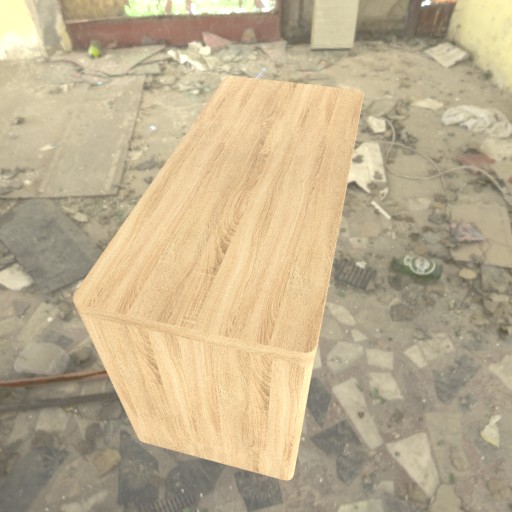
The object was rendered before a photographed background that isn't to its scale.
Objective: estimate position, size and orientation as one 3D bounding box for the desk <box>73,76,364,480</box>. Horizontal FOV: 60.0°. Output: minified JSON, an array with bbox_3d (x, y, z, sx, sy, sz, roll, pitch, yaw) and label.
[{"bbox_3d":[0.000,0.000,1.607,0.550,0.760,1.200,10,47,10],"label":"desk"}]
